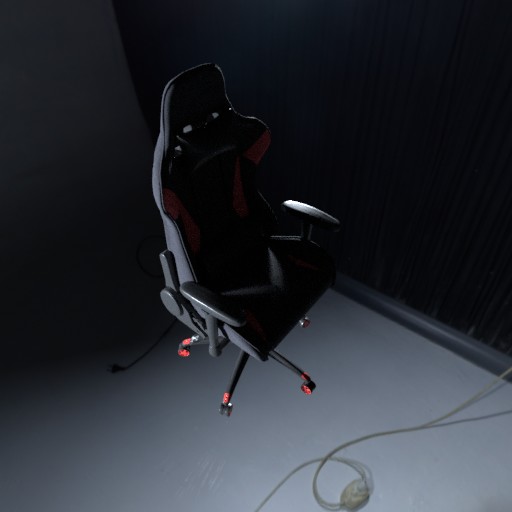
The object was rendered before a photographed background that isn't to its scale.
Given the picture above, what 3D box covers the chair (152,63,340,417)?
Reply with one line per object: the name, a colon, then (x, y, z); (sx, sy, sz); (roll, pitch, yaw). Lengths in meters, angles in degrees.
chair: (0.000, 0.000, 1.735); (0.658, 1.326, 0.695); (27, 48, 27)
